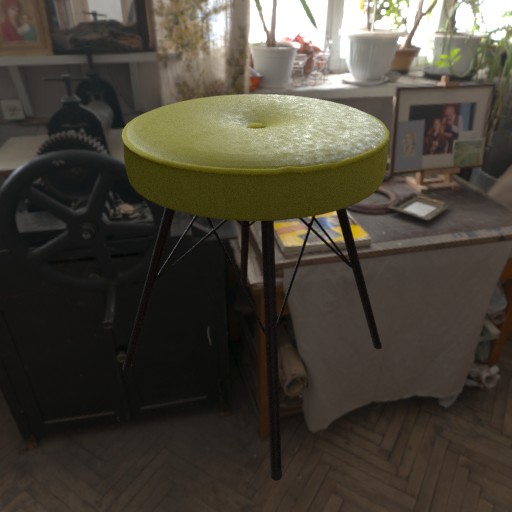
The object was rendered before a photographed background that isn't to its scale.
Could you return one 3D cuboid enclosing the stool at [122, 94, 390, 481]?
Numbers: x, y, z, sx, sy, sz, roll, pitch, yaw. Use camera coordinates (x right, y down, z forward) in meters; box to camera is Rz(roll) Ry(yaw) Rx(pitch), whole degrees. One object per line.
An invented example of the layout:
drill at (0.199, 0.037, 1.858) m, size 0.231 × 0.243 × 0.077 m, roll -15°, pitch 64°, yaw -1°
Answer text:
stool at (0.000, 0.000, 0.816) m, size 0.409 × 0.508 × 0.409 m, roll 22°, pitch 38°, yaw 32°
